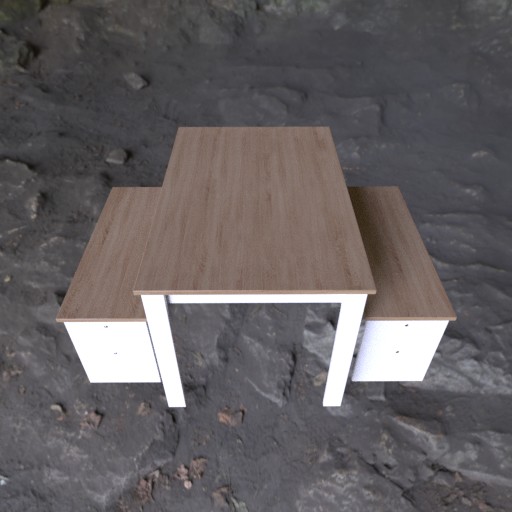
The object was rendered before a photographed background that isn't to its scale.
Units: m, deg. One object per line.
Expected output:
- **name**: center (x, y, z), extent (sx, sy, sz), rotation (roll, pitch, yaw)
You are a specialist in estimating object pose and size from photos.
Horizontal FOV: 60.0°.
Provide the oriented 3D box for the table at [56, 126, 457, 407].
- **table**: center (0.000, 0.000, 1.971), extent (1.443, 0.700, 1.100), rotation (0, 42, 0)
